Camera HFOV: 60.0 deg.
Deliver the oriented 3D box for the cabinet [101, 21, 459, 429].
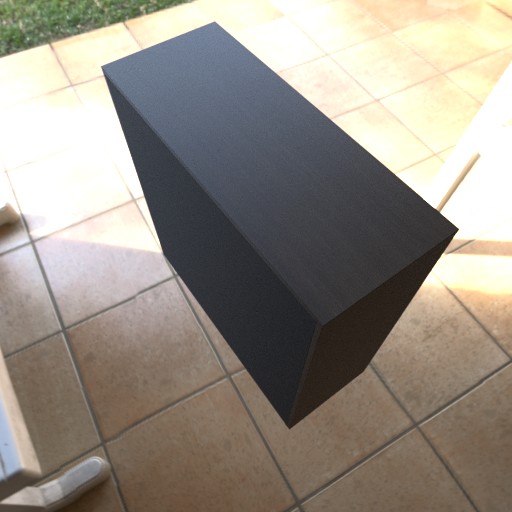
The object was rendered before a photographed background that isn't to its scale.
[{"bbox_3d":[0.000,0.000,1.645,0.400,1.170,1.010,-31,63,-18],"label":"cabinet"}]
